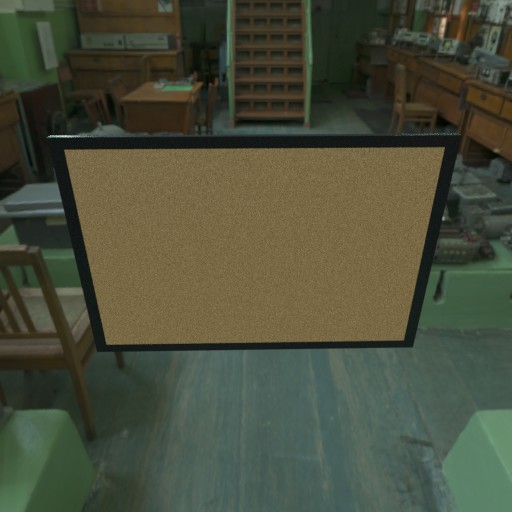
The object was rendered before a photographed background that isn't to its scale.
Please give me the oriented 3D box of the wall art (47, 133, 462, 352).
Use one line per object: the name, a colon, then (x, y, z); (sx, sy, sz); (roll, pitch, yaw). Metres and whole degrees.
wall art: (0.000, 0.000, 1.017); (0.819, 0.552, 0.015); (-1, 30, -1)
